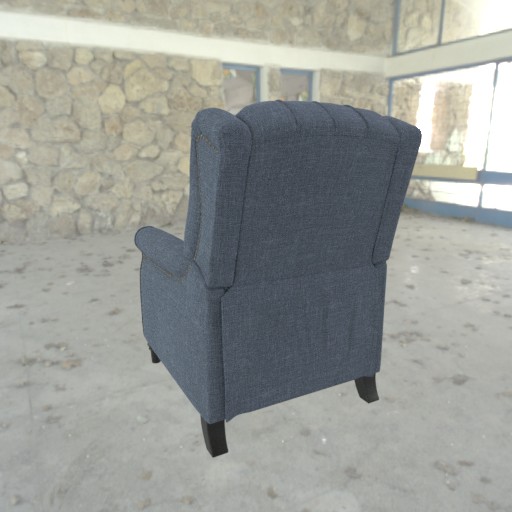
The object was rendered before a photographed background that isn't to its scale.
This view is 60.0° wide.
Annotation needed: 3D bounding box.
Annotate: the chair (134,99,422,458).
[{"bbox_3d":[0.000,0.000,1.650,0.742,1.035,0.898,-7,15,-28],"label":"chair"}]
